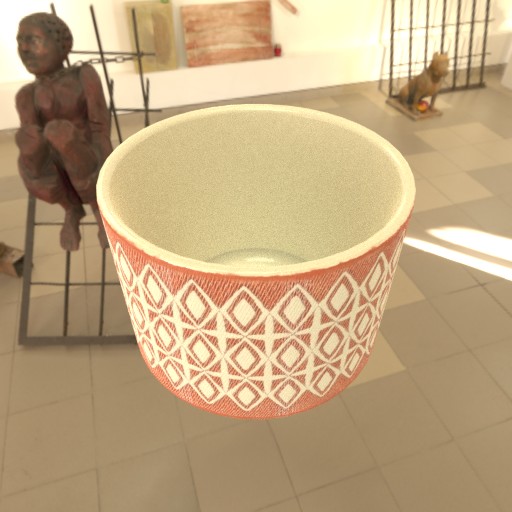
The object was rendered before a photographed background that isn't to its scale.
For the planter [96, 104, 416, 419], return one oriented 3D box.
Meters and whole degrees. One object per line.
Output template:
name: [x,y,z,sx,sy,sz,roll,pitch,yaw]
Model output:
planter: [0.000,0.000,0.323,0.192,0.148,0.192,0,42,0]
